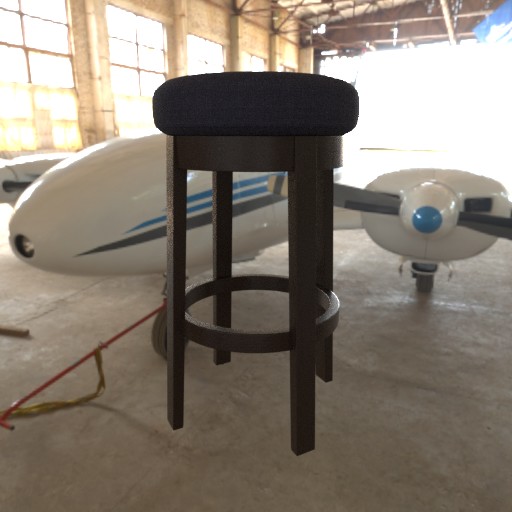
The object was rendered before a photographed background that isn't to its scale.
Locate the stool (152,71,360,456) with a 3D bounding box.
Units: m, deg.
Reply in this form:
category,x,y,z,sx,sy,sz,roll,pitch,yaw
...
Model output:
category,x,y,z,sx,sy,sz,roll,pitch,yaw
stool,0.000,0.000,1.019,0.446,0.758,0.446,0,15,0
